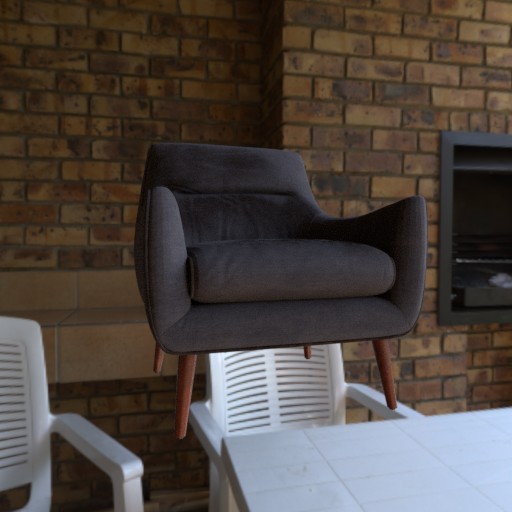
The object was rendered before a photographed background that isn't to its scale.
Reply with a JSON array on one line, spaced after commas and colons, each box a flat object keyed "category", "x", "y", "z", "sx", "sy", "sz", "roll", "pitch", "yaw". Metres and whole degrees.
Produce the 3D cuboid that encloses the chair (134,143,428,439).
[{"category": "chair", "x": 0.000, "y": 0.000, "z": 1.441, "sx": 0.762, "sy": 0.838, "sz": 0.787, "roll": -1, "pitch": 2, "yaw": -18}]
